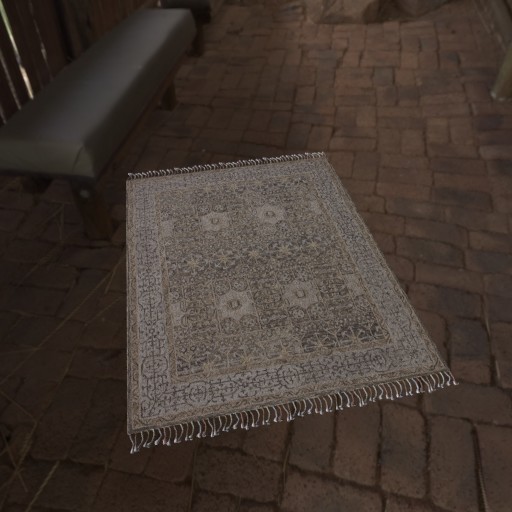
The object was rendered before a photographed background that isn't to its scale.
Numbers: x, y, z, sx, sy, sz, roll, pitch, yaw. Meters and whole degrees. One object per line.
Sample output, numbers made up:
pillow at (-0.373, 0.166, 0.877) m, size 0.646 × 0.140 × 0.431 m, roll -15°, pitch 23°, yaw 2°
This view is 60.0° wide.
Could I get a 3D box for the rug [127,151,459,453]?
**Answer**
rug at (0.000, 0.000, 4.265) m, size 2.431 × 0.017 × 3.291 m, roll -8°, pitch 46°, yaw -8°
